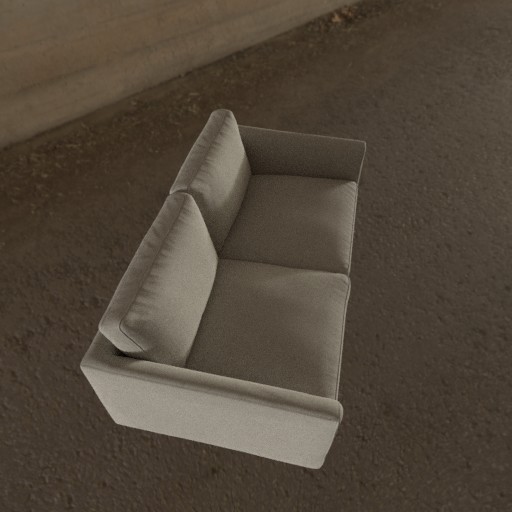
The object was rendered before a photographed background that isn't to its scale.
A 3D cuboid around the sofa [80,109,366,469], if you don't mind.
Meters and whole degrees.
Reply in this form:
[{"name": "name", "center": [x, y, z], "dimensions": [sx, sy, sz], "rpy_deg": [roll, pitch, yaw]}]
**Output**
[{"name": "sofa", "center": [0.000, 0.000, 2.516], "dimensions": [1.091, 0.839, 1.905], "rpy_deg": [9, 49, 8]}]
